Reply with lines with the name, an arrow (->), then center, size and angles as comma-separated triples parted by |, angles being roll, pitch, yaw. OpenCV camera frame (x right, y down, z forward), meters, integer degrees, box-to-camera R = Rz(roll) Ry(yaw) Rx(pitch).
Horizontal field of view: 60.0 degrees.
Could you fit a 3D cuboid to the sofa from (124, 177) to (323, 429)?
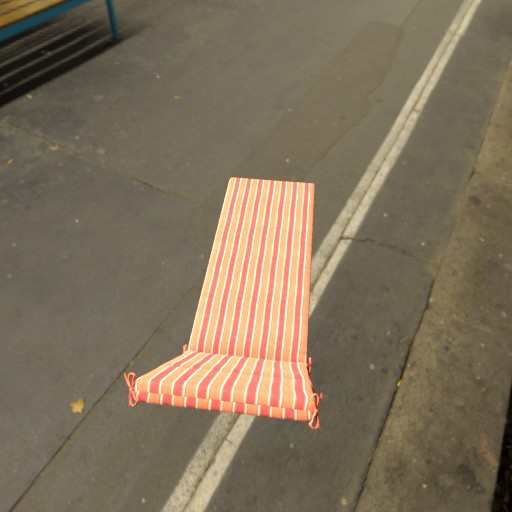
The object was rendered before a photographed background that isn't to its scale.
sofa -> 0.000, 0.000, 1.957 | 0.582, 0.622, 1.663 | 5, 49, 4
